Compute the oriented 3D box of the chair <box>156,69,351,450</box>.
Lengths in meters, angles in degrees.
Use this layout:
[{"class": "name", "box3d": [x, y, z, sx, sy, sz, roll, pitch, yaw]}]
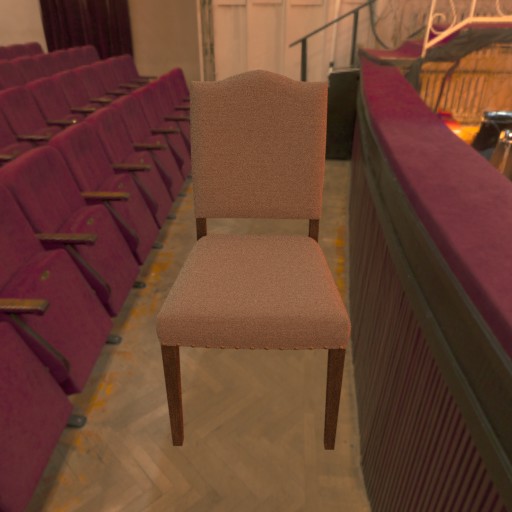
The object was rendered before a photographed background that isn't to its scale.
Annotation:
[{"class": "chair", "box3d": [0.000, 0.000, 1.380, 0.508, 1.020, 0.620, 1, 29, 1]}]
